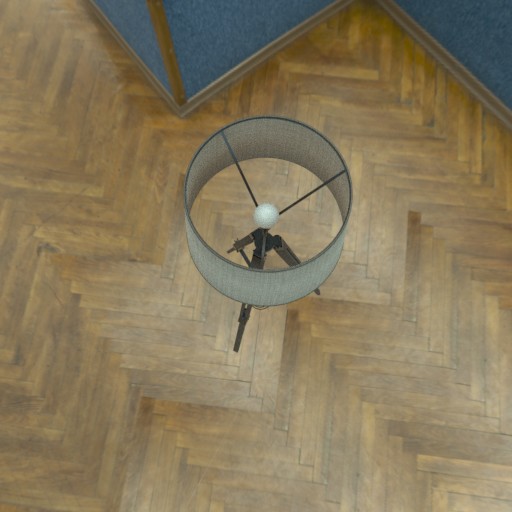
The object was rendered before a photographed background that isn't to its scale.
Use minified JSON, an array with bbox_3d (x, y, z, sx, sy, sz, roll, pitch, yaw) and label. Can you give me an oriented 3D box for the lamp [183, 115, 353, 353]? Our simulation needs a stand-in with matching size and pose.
[{"bbox_3d":[0.000,0.000,1.837,0.604,1.510,0.587,-35,77,-9],"label":"lamp"}]
